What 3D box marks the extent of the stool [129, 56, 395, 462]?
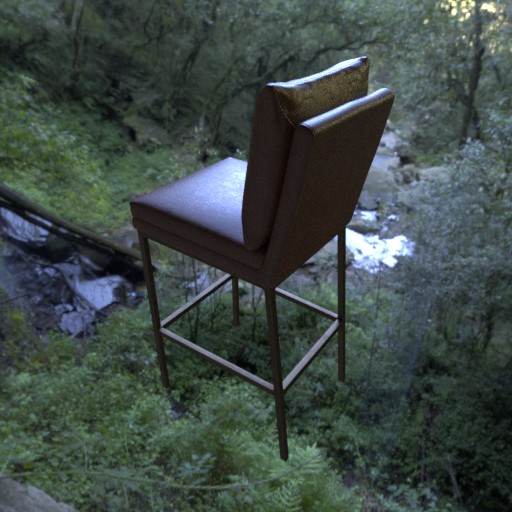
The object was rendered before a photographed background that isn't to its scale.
[{"bbox_3d":[0.000,0.000,1.373,0.571,1.124,0.463,21,38,30],"label":"stool"}]
